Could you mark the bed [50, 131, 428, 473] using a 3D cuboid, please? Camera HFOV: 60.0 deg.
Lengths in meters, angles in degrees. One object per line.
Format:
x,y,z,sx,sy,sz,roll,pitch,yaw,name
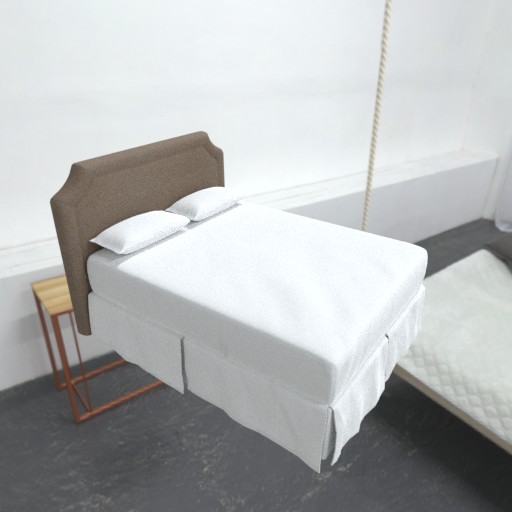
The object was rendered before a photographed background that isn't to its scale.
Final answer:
0.000,0.000,3.130,2.116,1.290,1.693,18,32,31,bed
